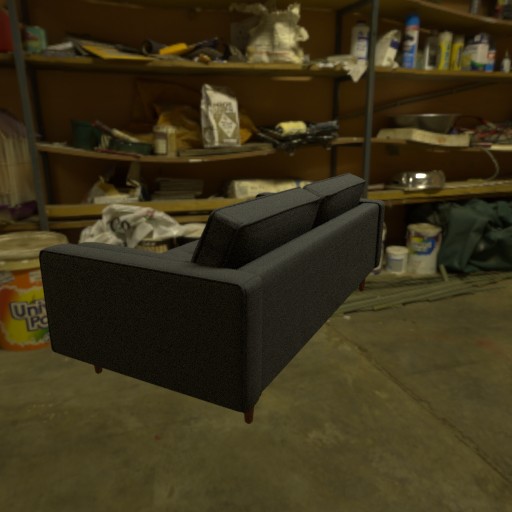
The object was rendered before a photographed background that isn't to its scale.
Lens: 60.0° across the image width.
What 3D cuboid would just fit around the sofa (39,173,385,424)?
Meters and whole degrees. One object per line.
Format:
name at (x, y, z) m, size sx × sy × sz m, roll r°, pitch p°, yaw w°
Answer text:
sofa at (0.000, 0.000, 2.305) m, size 0.914 × 0.759 × 1.875 m, roll 8°, pitch 17°, yaw 27°
